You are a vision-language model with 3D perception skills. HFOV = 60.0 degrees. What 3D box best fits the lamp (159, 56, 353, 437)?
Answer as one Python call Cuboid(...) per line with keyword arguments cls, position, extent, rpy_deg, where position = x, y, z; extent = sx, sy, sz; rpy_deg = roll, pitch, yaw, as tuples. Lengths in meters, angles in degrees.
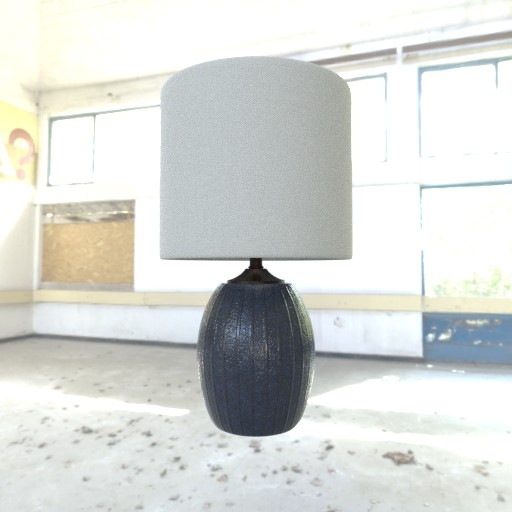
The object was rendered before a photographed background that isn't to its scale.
Cuboid(cls="lamp", position=(0.000, 0.000, 0.771), extent=(0.329, 0.570, 0.329), rpy_deg=(0, -1, 19))
